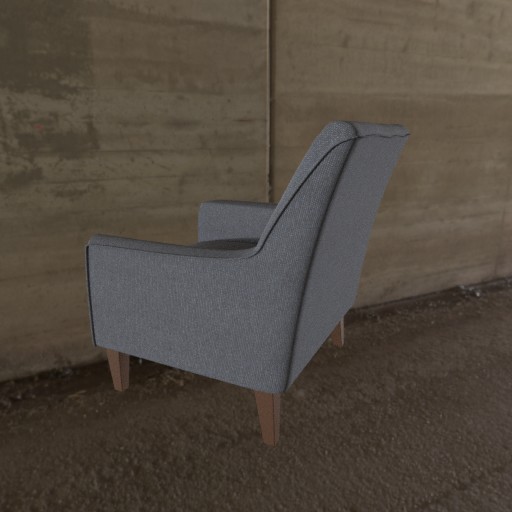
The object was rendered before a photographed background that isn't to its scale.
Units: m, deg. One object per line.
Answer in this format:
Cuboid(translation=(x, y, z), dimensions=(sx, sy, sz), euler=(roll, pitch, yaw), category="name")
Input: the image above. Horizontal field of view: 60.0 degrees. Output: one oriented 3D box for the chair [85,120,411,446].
Cuboid(translation=(0.000, 0.000, 1.601), dimensions=(0.899, 0.919, 0.780), euler=(8, 18, 26), category="chair")
